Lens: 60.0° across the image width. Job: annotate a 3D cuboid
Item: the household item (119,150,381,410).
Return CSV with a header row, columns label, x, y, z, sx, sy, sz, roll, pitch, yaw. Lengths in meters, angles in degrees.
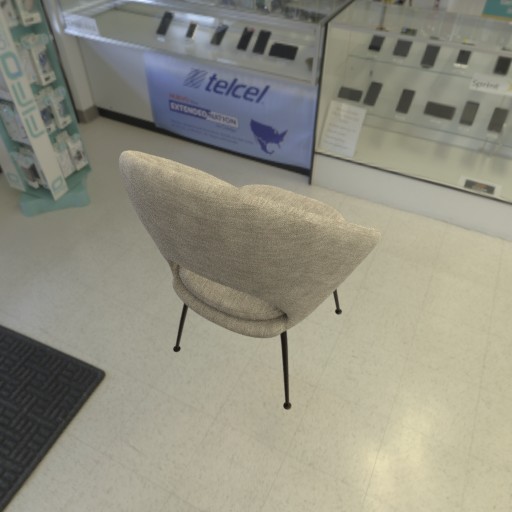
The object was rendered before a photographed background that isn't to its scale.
label,x,y,z,sx,sy,sz,roll,pitch,yaw
household item,0.000,0.000,1.305,0.643,0.869,0.587,22,49,20
